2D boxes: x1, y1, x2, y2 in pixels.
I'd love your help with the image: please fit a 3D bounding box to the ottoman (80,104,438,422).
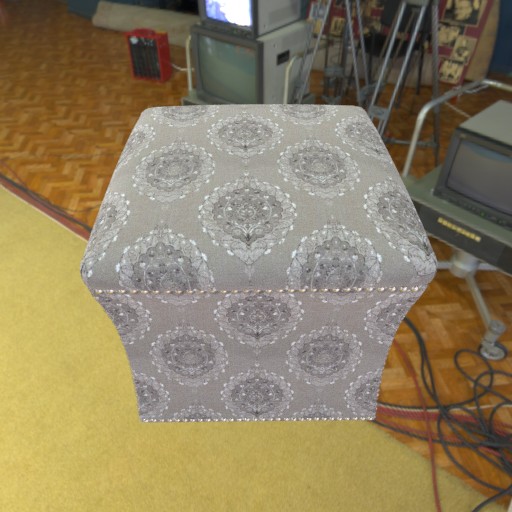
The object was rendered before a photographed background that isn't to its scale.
[{"bbox_3d":[0.000,0.000,0.893,0.497,0.473,0.507,0,42,0],"label":"ottoman"}]
